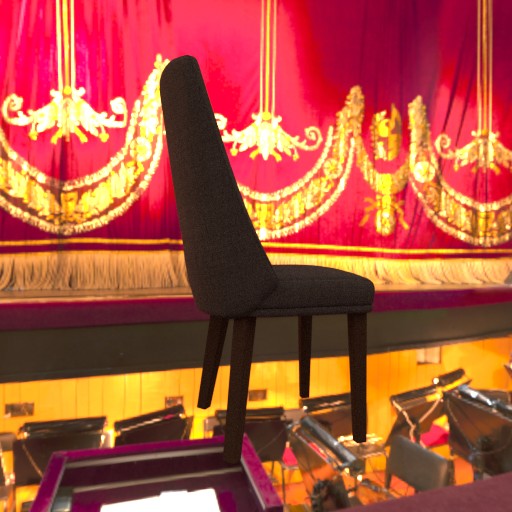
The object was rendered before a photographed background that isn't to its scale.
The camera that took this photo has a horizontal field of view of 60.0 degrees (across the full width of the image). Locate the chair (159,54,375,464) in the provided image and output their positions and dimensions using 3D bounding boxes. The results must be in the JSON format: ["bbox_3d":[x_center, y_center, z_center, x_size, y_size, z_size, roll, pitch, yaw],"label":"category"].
[{"bbox_3d":[0.000,0.000,1.366,0.577,1.050,0.510,0,1,-17],"label":"chair"}]
